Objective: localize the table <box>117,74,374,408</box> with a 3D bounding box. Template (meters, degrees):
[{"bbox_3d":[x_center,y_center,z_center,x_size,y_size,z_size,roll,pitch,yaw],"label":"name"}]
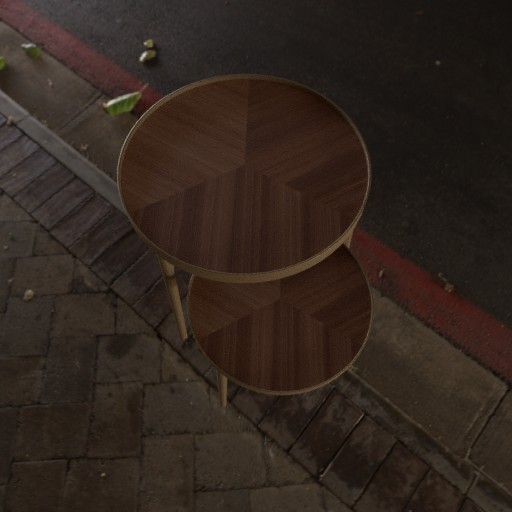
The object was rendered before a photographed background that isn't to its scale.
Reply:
[{"bbox_3d":[0.000,0.000,1.144,0.532,0.555,0.751,-15,63,-8],"label":"table"}]
